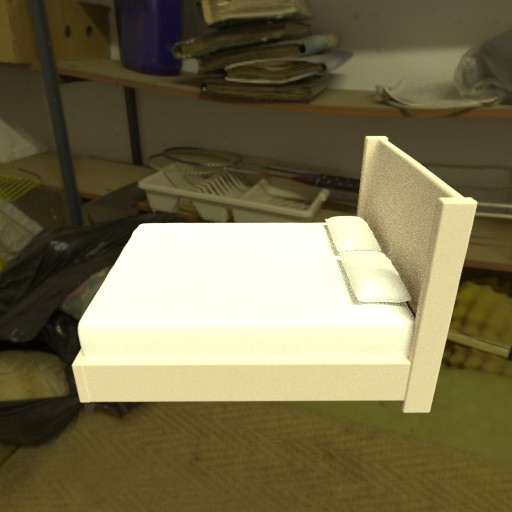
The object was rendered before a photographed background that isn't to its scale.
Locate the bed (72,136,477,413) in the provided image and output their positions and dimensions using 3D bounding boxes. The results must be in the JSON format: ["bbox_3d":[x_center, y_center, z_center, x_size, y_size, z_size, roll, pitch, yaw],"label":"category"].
[{"bbox_3d":[0.000,0.000,3.398,2.293,1.471,1.778,0,26,0],"label":"bed"}]
